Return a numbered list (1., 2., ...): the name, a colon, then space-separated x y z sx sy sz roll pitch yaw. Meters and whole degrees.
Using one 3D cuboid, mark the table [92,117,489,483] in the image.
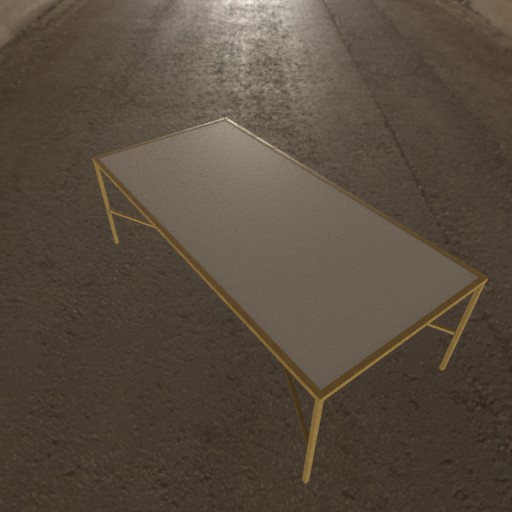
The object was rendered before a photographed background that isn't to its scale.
1. table: 0.000 0.000 1.494 0.580 0.398 1.206 -26 47 -27
